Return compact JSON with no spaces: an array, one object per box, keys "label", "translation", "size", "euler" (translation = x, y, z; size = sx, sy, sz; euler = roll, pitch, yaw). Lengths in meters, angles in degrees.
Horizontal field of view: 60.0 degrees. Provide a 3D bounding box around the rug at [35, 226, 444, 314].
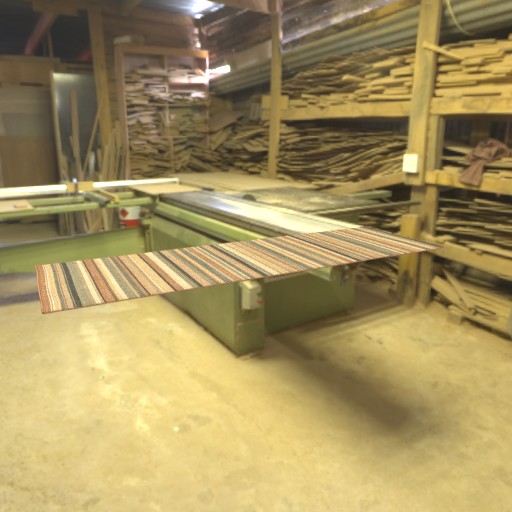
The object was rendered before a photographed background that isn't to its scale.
[{"label":"rug","translation":[0.000,0.000,2.742],"size":[2.444,0.010,0.799],"euler":[-8,17,-27]}]
